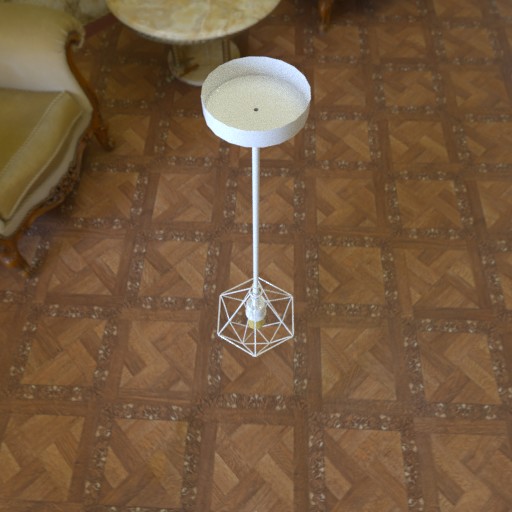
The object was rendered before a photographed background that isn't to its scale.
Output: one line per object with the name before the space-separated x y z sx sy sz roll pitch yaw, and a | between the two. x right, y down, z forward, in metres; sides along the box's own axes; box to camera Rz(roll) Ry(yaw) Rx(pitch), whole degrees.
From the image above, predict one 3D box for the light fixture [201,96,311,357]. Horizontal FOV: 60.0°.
light fixture | 0.000 0.000 1.952 0.431 1.764 0.487 1 60 1
